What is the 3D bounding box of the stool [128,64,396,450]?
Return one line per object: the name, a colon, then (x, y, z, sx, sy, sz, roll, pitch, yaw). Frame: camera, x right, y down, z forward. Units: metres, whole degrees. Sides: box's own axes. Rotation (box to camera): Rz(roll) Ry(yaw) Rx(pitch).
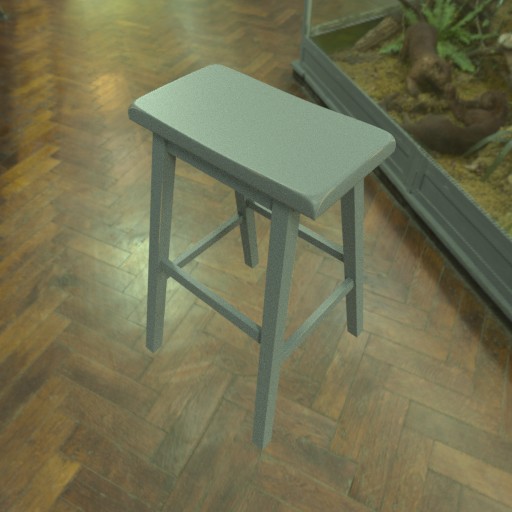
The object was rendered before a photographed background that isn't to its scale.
stool: (0.000, 0.000, 1.073, 0.457, 0.737, 0.476, 33, 55, 27)
